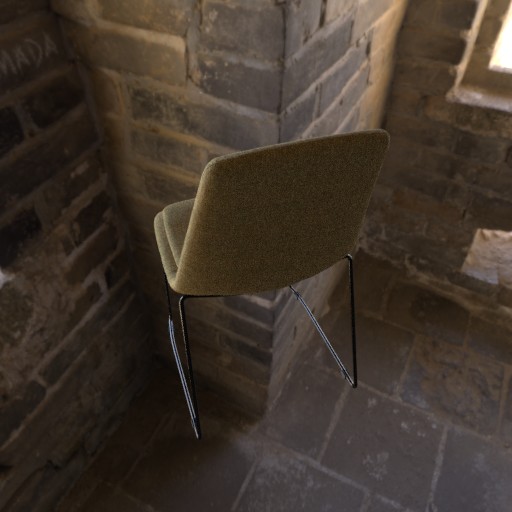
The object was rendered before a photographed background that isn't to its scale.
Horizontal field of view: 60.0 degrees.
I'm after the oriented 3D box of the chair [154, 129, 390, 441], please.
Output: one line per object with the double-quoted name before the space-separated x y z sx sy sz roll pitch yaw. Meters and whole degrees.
"chair" 0.000 0.000 1.102 0.479 0.849 0.496 -13 43 -15
